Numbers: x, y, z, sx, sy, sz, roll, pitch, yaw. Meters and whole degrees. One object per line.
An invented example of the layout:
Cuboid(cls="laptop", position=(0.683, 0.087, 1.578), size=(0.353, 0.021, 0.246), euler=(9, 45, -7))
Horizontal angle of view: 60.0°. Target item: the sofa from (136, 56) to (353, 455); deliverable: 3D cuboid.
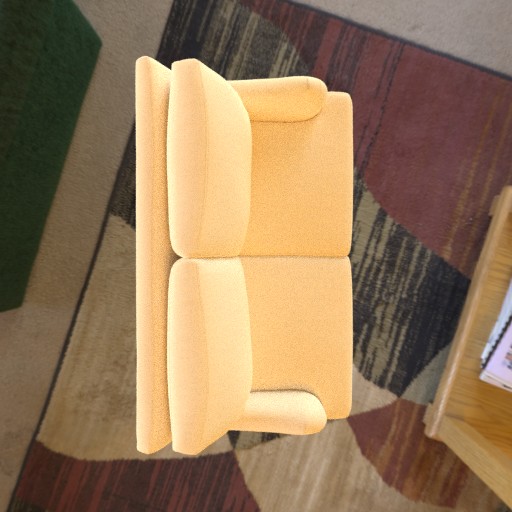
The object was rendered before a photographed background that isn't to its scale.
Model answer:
Cuboid(cls="sofa", position=(0.000, 0.000, 2.431), size=(1.084, 1.101, 1.853), euler=(0, 91, -1))
